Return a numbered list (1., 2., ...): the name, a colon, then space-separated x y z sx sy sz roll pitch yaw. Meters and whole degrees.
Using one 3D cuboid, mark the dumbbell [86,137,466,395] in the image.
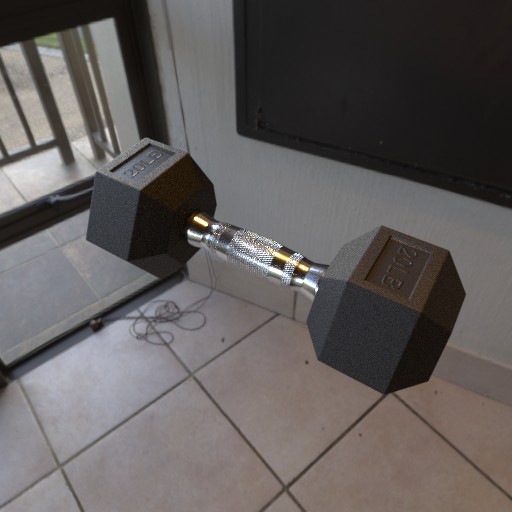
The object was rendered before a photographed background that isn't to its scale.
1. dumbbell: 0.000 0.000 0.321 0.272 0.092 0.106 24 51 21
